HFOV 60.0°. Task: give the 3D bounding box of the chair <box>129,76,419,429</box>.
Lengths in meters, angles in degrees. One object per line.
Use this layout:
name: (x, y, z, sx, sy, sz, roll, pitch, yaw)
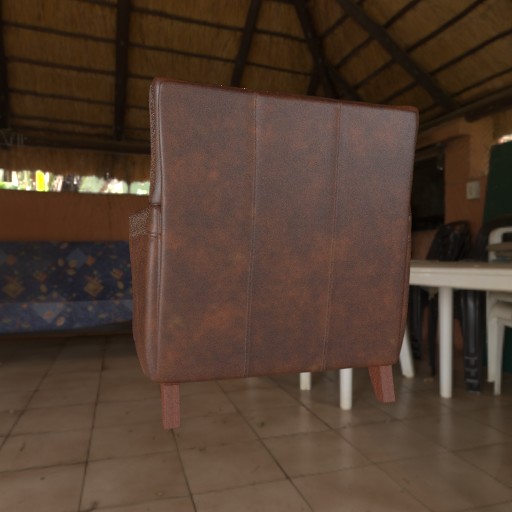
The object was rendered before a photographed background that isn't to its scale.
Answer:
chair: (0.000, 0.000, 1.623, 0.870, 0.943, 0.823, 0, 0, -18)
